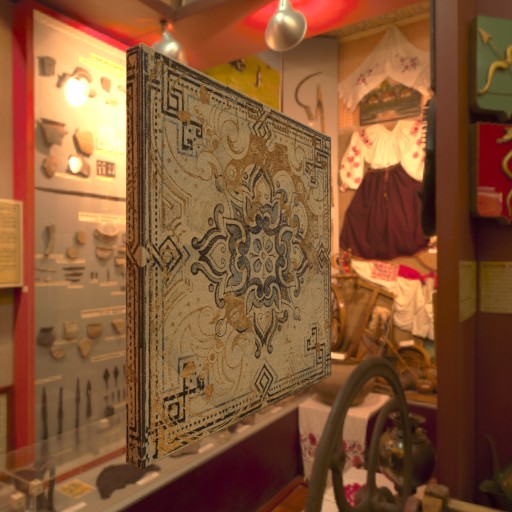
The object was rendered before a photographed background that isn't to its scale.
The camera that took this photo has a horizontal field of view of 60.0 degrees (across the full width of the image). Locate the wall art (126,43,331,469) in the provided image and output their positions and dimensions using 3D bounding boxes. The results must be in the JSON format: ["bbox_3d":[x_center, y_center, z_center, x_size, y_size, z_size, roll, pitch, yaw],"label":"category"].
[{"bbox_3d":[0.000,0.000,0.887,0.036,0.607,0.609,0,0,36],"label":"wall art"}]
